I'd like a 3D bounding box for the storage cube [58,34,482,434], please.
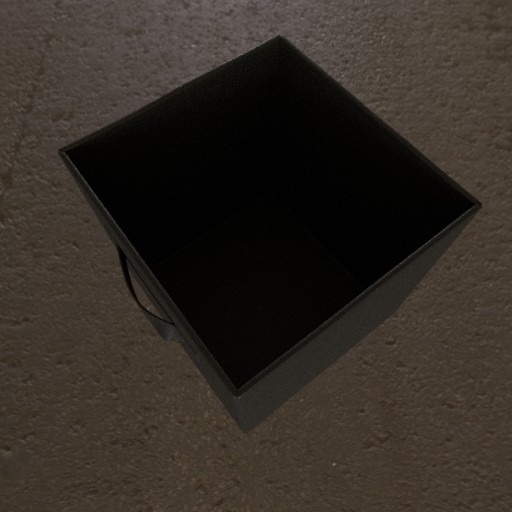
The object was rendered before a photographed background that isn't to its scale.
[{"bbox_3d":[0.000,0.000,0.496,0.270,0.280,0.270,-34,68,-16],"label":"storage cube"}]
